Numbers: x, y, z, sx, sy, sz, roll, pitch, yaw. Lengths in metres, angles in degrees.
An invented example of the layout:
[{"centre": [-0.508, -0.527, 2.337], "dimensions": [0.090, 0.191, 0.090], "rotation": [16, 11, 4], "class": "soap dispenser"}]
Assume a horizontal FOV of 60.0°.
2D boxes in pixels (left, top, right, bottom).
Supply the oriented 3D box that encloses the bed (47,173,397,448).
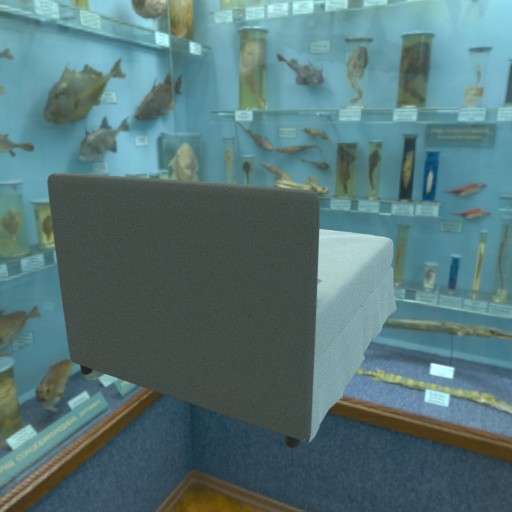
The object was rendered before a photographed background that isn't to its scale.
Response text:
[{"centre": [0.000, 0.000, 3.296], "dimensions": [1.748, 1.330, 2.142], "rotation": [8, 18, 27], "class": "bed"}]
